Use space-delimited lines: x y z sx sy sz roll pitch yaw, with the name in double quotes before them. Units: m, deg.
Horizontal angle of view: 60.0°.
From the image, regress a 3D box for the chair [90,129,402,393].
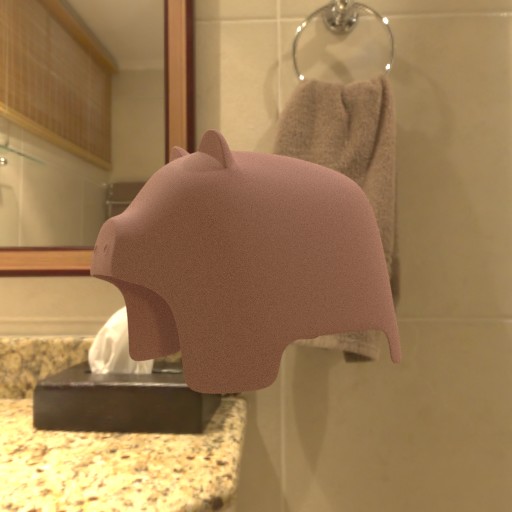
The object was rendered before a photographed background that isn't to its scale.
"chair" 0.000 0.000 0.884 0.619 0.423 0.364 1 -1 -35
